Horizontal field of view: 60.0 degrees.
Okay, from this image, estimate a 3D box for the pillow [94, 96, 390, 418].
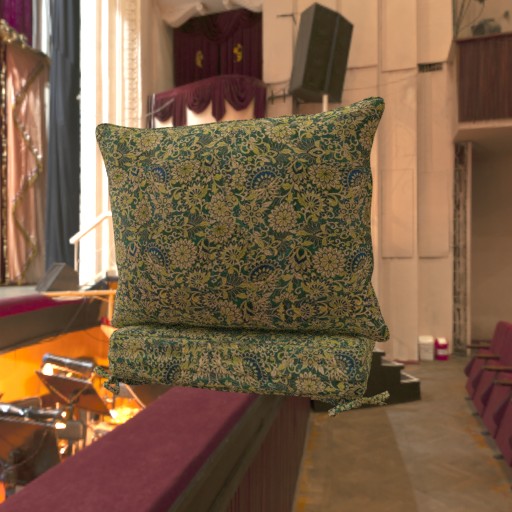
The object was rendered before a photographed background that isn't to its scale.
[{"bbox_3d":[0.000,0.000,1.375,0.798,0.722,0.740,0,0,17],"label":"pillow"}]
